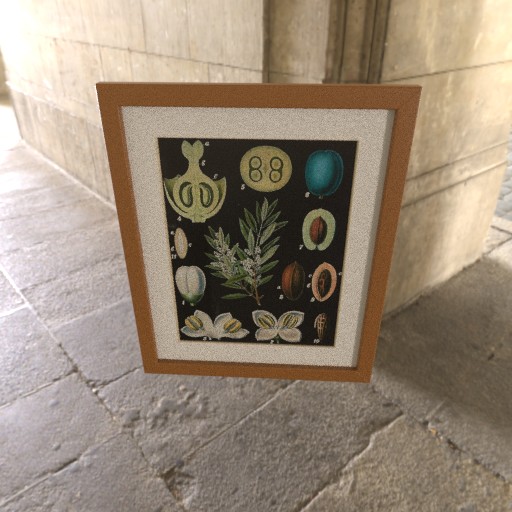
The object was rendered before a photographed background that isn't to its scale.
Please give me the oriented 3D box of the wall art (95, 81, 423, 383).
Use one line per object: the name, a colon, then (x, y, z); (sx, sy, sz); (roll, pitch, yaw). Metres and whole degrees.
wall art: (0.000, 0.000, 0.751); (0.449, 0.550, 0.021); (2, 30, 3)
